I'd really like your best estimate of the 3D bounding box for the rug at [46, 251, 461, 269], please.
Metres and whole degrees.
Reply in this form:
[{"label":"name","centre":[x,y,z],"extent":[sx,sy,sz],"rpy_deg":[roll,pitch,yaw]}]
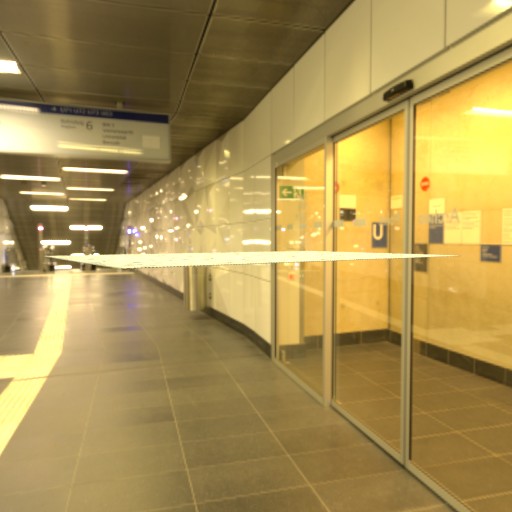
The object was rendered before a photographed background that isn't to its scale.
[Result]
[{"label":"rug","centre":[0.000,0.000,2.323],"extent":[1.835,0.003,1.206],"rpy_deg":[-1,3,-35]}]
